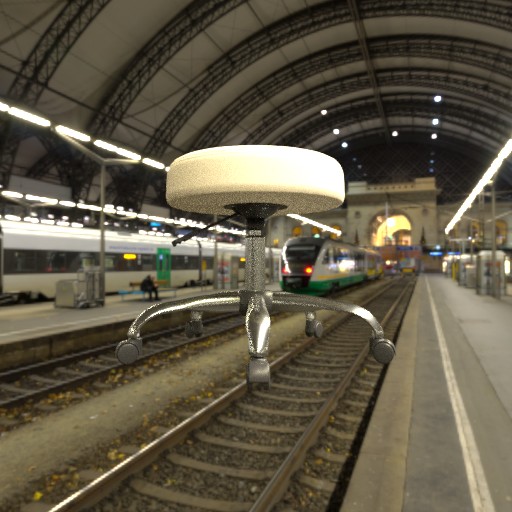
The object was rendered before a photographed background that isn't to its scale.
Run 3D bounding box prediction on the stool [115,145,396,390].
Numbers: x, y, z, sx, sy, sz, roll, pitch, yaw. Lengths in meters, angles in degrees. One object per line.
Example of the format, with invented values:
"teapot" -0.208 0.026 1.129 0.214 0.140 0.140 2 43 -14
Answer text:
"stool" 0.000 0.000 1.067 0.634 0.482 0.614 0 -1 -1
